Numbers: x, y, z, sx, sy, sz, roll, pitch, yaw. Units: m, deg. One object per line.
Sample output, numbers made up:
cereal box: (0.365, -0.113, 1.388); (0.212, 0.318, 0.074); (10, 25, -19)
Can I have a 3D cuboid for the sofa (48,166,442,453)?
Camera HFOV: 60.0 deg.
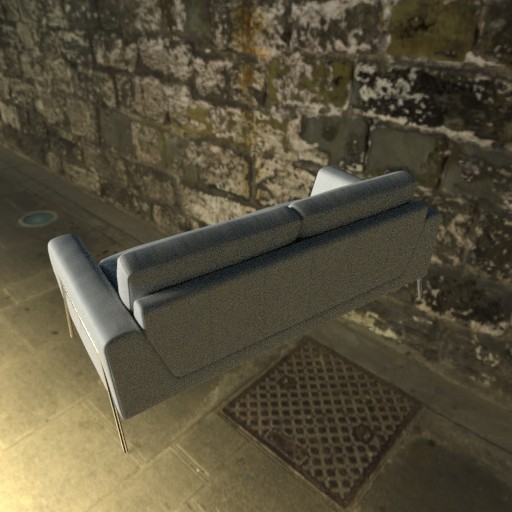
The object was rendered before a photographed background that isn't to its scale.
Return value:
sofa: (0.000, 0.000, 2.531); (2.017, 0.875, 0.953); (-19, 37, -28)
